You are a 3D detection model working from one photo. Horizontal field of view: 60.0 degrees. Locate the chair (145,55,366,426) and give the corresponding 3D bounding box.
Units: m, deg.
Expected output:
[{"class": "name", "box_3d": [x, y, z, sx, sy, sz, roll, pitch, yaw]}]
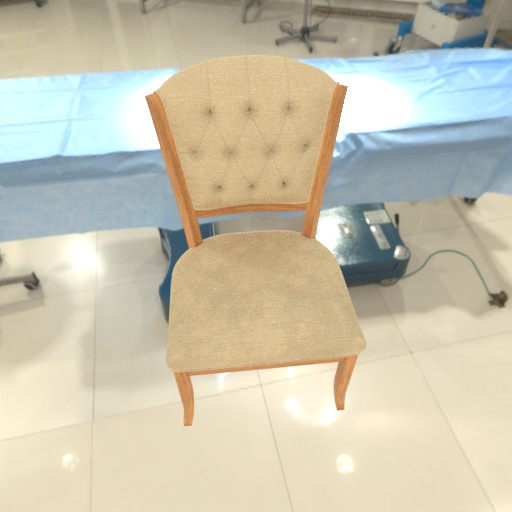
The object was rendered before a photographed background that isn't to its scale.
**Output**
[{"class": "chair", "box_3d": [0.000, 0.000, 1.259, 0.513, 0.905, 0.584, -4, 47, -4]}]
